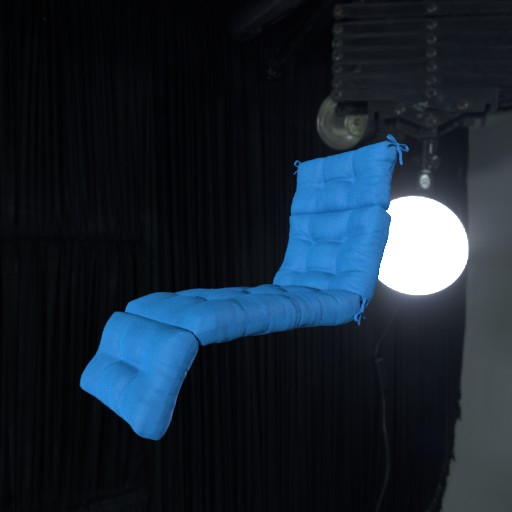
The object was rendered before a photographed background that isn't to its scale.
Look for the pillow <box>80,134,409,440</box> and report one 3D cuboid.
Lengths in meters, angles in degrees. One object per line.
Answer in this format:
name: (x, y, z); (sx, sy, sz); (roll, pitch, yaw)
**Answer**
pillow: (0.000, 0.000, 1.484); (1.016, 0.863, 0.526); (0, 0, -37)
